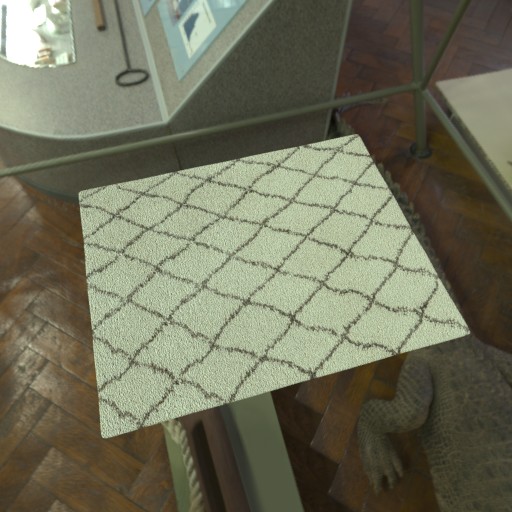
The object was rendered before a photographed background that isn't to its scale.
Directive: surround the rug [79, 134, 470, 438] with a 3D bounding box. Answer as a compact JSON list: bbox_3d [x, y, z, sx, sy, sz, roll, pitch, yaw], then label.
[{"bbox_3d":[0.000,0.000,4.094,3.047,0.029,2.438,-14,59,-8],"label":"rug"}]
